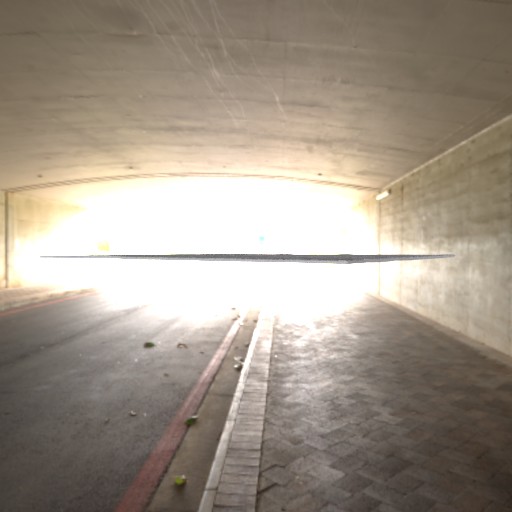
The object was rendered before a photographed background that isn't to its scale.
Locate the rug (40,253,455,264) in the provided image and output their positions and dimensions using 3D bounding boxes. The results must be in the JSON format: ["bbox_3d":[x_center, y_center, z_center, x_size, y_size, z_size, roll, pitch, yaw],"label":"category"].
[{"bbox_3d":[0.000,0.000,0.892,0.639,0.006,0.548,1,1,36],"label":"rug"}]
